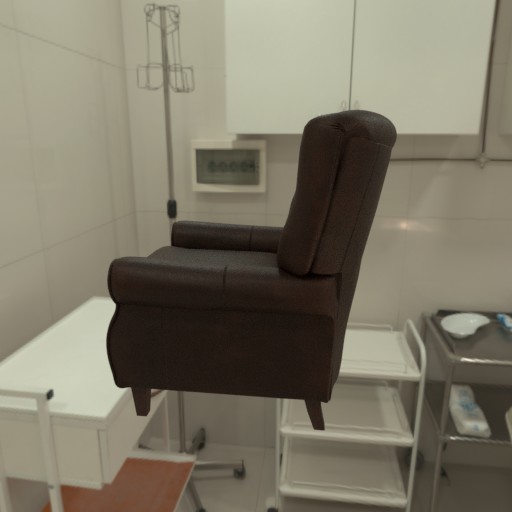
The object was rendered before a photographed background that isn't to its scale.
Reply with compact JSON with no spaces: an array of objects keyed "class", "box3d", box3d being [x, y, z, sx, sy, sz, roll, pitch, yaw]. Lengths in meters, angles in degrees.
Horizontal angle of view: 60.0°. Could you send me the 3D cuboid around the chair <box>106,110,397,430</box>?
[{"class":"chair","box3d":[0.000,0.000,1.870,1.058,1.158,0.948,2,15,7]}]
